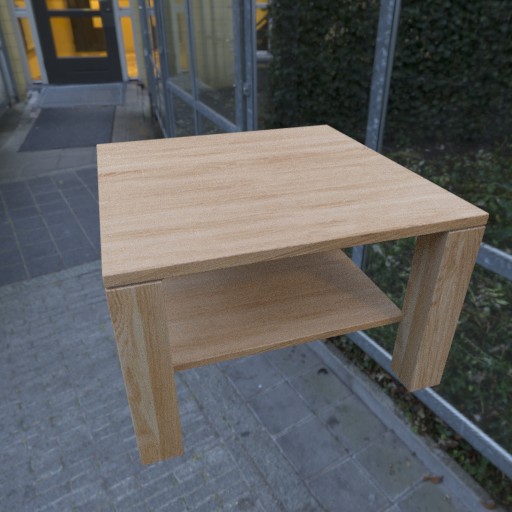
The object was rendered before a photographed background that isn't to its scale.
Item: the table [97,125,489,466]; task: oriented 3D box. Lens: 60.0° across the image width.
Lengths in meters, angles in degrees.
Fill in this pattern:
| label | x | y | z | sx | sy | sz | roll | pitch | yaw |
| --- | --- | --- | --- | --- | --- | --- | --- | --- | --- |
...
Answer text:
| label | x | y | z | sx | sy | sz | roll | pitch | yaw |
| --- | --- | --- | --- | --- | --- | --- | --- | --- | --- |
| table | 0.000 | 0.000 | 1.143 | 0.700 | 0.450 | 0.700 | -9 | 32 | -15 |
